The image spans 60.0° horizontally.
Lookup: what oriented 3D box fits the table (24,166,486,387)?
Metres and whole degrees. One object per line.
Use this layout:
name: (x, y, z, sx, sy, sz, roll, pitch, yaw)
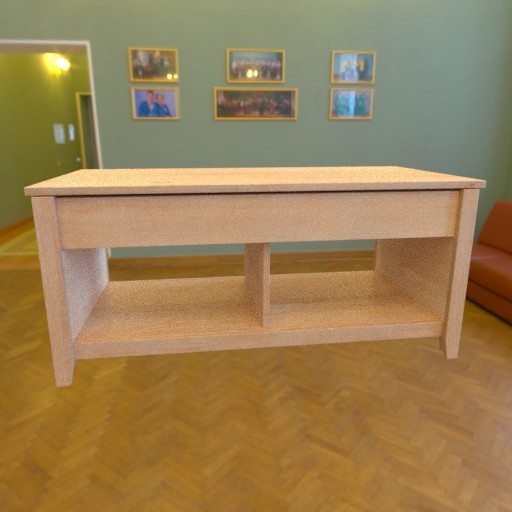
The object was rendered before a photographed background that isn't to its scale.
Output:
table: (0.000, 0.000, 1.255, 1.016, 0.457, 0.483, -2, 16, -8)
